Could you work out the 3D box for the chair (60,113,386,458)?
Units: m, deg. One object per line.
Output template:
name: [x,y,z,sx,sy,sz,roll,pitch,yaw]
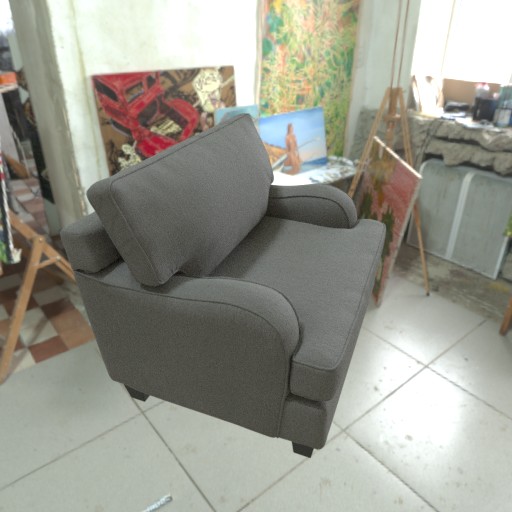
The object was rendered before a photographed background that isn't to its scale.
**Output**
chair: [0.000,0.000,2.019,1.041,1.016,1.220,11,31,19]
